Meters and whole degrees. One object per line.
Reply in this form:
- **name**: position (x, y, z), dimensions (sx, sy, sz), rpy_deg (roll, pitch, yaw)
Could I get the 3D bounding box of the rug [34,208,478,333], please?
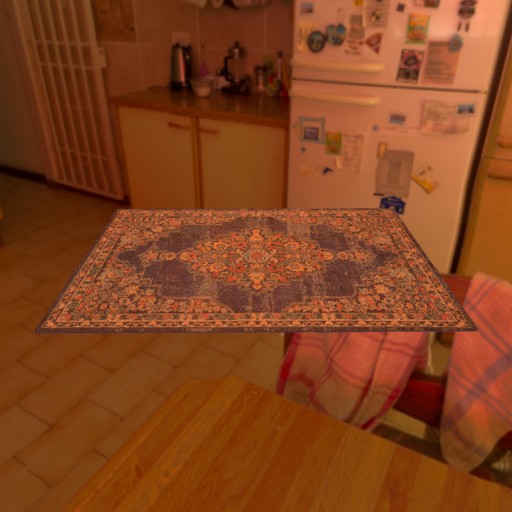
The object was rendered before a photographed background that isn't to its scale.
- **rug**: position (0.000, 0.000, 3.801), dimensions (2.940, 0.011, 2.053), rpy_deg (0, 29, 0)
